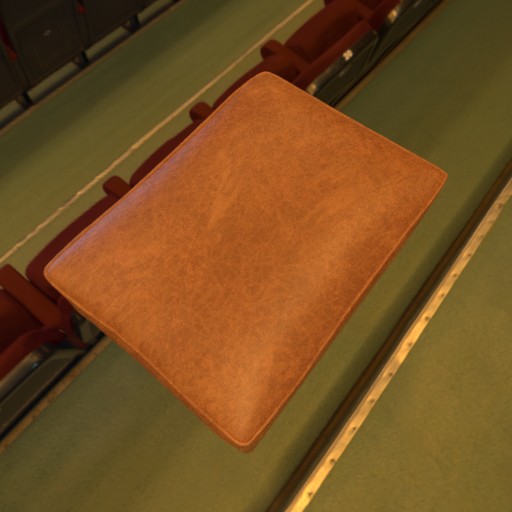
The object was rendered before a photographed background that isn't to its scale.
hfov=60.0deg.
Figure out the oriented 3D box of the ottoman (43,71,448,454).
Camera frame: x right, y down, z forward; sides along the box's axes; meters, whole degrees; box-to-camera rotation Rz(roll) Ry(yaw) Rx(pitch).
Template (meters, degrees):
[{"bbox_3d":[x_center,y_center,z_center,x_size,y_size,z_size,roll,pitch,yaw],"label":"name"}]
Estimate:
[{"bbox_3d":[0.000,0.000,1.111,0.554,0.468,0.756,36,69,16],"label":"ottoman"}]
